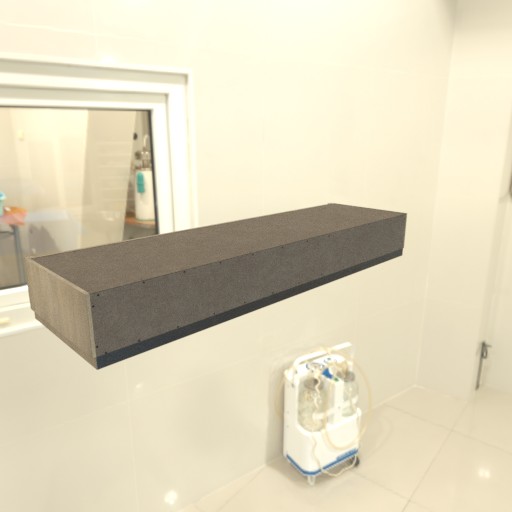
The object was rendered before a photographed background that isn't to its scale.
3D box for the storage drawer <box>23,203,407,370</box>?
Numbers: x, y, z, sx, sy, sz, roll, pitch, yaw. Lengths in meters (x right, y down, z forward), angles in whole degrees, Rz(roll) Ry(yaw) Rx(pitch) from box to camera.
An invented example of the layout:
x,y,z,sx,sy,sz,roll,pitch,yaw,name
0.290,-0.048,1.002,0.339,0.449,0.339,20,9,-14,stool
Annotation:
x,y,z,sx,sy,sz,roll,pitch,yaw,name
0.000,0.000,2.335,2.072,0.274,0.591,-15,21,-42,storage drawer
